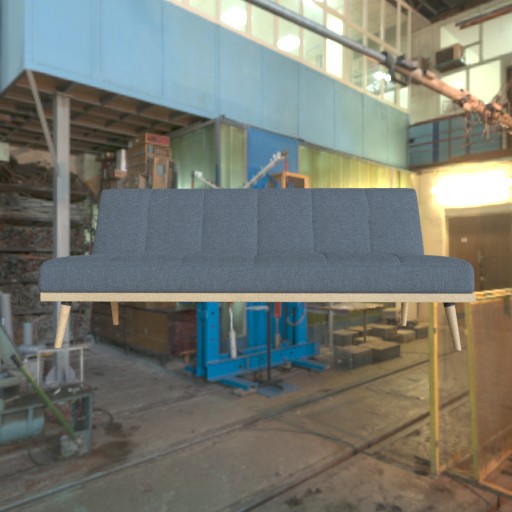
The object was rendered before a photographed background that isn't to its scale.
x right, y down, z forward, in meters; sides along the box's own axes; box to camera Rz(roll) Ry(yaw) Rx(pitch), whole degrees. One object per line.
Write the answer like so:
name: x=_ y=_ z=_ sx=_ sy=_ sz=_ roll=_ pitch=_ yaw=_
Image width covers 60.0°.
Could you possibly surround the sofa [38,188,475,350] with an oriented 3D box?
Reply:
sofa: x=0.000 y=0.000 z=2.215 sx=1.820 sy=0.770 sz=0.820 roll=0 pitch=0 yaw=1
